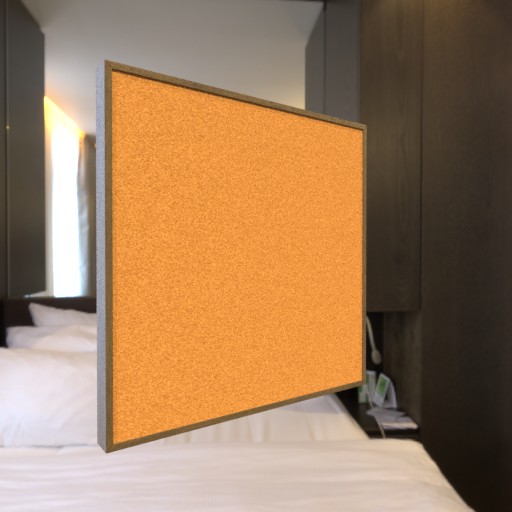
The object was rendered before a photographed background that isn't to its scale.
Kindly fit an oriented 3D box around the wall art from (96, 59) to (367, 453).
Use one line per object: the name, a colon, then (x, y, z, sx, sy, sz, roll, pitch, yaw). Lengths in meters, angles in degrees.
wall art: (0.000, 0.000, 0.734, 0.507, 0.507, 0.037, 0, 1, -36)
